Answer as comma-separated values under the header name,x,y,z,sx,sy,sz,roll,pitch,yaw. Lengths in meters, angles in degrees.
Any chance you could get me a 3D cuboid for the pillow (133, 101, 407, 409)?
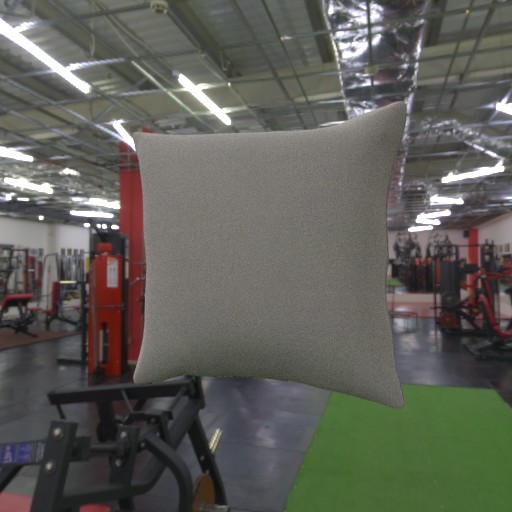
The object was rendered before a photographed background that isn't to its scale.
name,x,y,z,sx,sy,sz,roll,pitch,yaw
pillow,0.000,0.000,0.640,0.416,0.401,0.173,-1,-2,18
